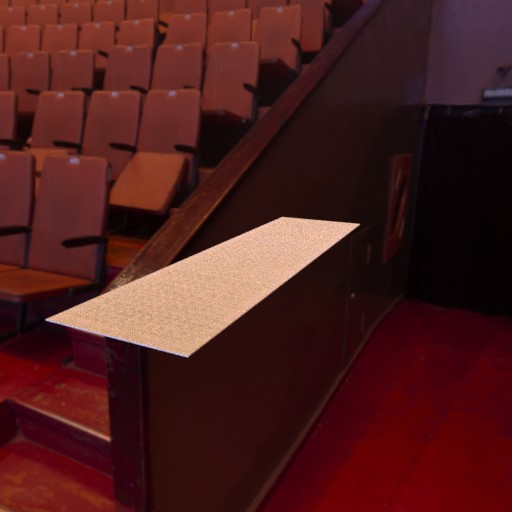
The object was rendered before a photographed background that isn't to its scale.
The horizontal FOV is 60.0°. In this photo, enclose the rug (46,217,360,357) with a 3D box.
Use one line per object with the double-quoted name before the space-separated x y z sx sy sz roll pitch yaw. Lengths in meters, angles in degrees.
"rug" 0.000 0.000 2.686 0.686 0.006 2.437 8 17 25
